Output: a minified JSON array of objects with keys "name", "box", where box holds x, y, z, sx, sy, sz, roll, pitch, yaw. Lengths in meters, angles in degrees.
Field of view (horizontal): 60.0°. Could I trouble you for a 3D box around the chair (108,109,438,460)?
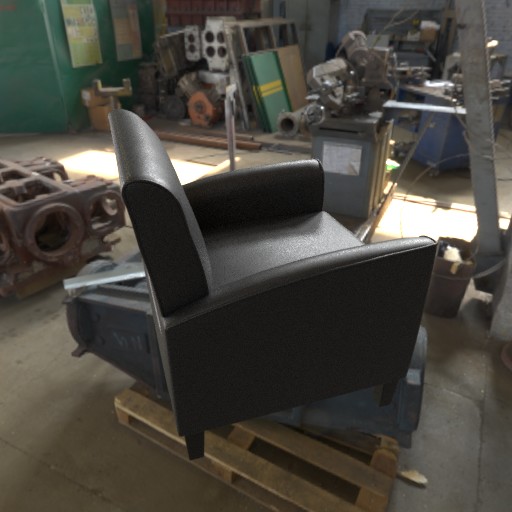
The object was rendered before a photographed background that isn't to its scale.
[{"name":"chair","box":[0.000,0.000,1.525,0.819,0.916,0.820,-9,31,-16]}]
